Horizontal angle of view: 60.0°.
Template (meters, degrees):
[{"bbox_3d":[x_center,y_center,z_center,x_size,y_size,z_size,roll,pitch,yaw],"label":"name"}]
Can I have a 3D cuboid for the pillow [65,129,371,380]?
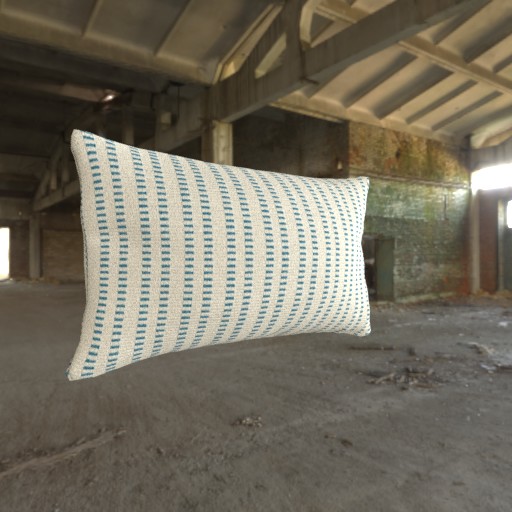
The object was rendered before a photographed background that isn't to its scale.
[{"bbox_3d":[0.000,0.000,0.799,0.640,0.353,0.210,0,0,-36],"label":"pillow"}]
